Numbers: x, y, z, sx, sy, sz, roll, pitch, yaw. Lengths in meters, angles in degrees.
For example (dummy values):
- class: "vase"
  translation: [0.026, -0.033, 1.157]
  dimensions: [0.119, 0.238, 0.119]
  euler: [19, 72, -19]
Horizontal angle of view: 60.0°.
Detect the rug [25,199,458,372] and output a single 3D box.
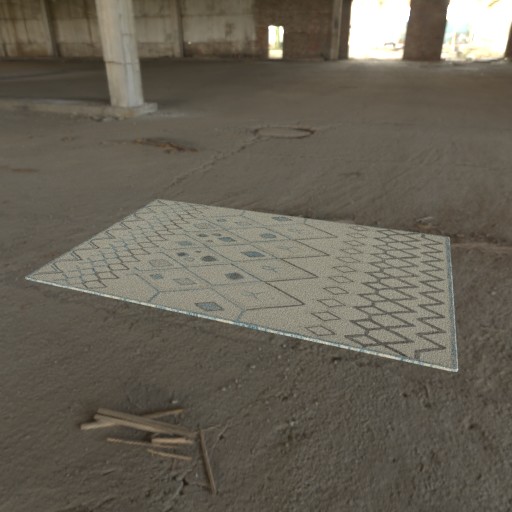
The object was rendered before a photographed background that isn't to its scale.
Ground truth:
- class: "rug"
  translation: [0.000, 0.000, 2.955]
  dimensions: [2.439, 0.015, 1.524]
  euler: [9, 28, 18]
